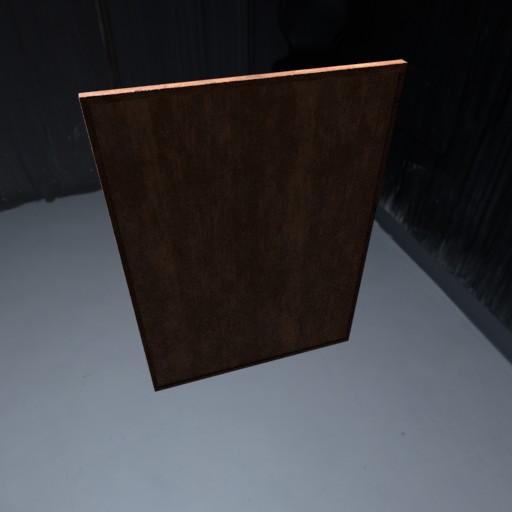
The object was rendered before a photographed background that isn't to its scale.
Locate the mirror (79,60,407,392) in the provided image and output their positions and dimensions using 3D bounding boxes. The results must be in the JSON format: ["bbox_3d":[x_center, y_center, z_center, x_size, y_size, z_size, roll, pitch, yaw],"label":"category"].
[{"bbox_3d":[0.000,0.000,1.391,0.796,1.099,0.028,-12,42,-13],"label":"mirror"}]
